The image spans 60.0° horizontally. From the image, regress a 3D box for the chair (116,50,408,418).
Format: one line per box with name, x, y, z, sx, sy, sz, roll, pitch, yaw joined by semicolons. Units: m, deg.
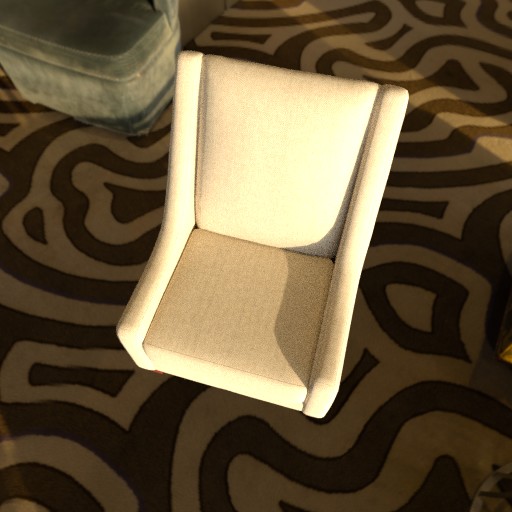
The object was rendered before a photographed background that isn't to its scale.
chair;0.000;0.000;1.620;0.774;1.014;0.870;13;59;8
